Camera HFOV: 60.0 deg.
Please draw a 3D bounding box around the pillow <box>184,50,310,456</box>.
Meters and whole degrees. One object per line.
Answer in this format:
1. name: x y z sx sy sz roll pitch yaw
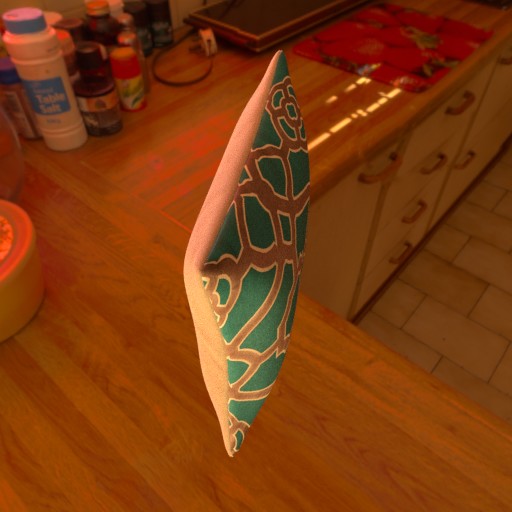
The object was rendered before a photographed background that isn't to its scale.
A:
1. pillow: 0.000 0.000 0.787 0.166 0.507 0.526 8 48 7
